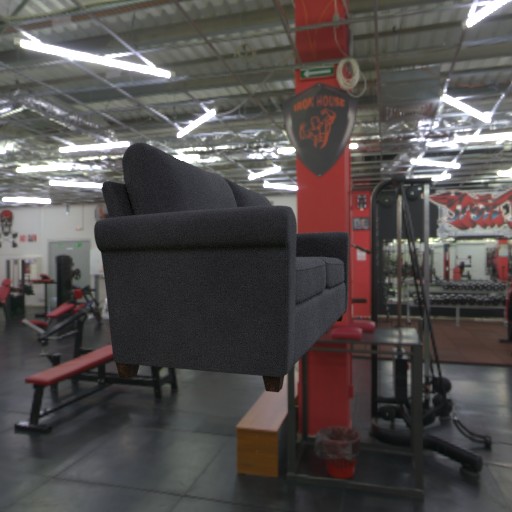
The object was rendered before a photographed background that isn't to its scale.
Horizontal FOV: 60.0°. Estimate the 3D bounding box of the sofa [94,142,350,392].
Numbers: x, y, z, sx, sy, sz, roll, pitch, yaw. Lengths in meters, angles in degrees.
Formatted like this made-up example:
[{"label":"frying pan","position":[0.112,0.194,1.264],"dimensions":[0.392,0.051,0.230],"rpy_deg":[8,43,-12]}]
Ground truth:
[{"label":"sofa","position":[0.000,0.000,2.495],"dimensions":[0.842,0.942,1.935],"rpy_deg":[0,0,18]}]
